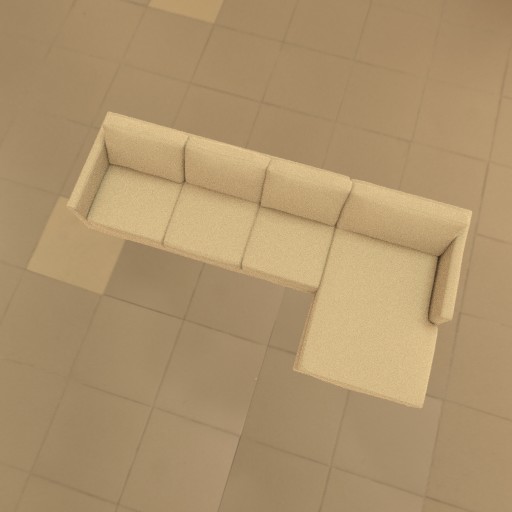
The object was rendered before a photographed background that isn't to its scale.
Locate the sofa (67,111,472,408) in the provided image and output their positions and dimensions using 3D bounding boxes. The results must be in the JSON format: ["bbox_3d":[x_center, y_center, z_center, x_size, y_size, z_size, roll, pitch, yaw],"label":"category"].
[{"bbox_3d":[0.000,0.000,3.732,3.186,0.861,1.625,16,75,4],"label":"sofa"}]
